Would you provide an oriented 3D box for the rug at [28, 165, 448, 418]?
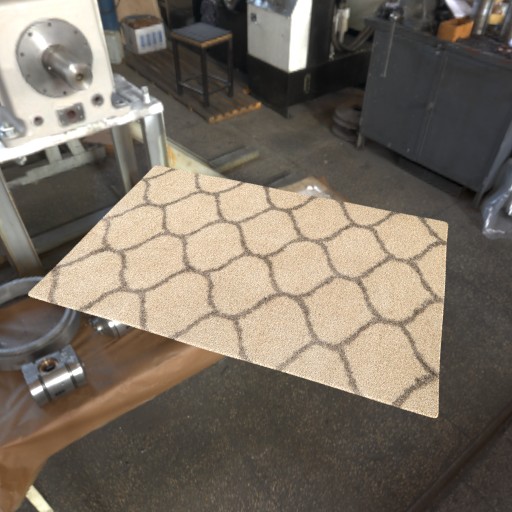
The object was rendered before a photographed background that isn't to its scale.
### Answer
[{"bbox_3d":[0.000,0.000,3.336,2.701,0.026,1.801,13,44,14],"label":"rug"}]
